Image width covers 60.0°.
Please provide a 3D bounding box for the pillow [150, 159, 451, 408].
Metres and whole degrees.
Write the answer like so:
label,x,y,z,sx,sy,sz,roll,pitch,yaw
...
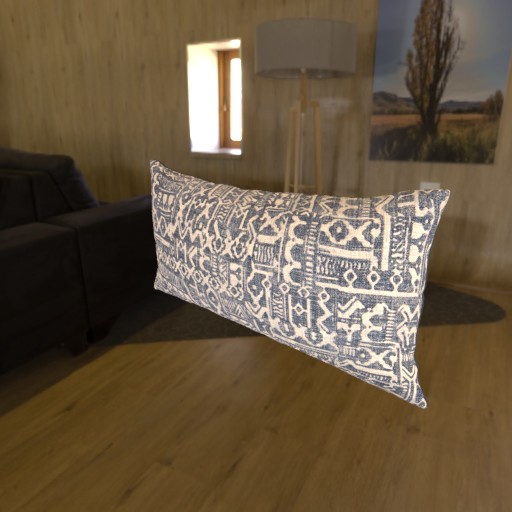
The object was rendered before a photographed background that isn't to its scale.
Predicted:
label,x,y,z,sx,sy,sz,roll,pitch,yaw
pillow,0.000,0.000,0.754,0.631,0.292,0.148,16,23,41
